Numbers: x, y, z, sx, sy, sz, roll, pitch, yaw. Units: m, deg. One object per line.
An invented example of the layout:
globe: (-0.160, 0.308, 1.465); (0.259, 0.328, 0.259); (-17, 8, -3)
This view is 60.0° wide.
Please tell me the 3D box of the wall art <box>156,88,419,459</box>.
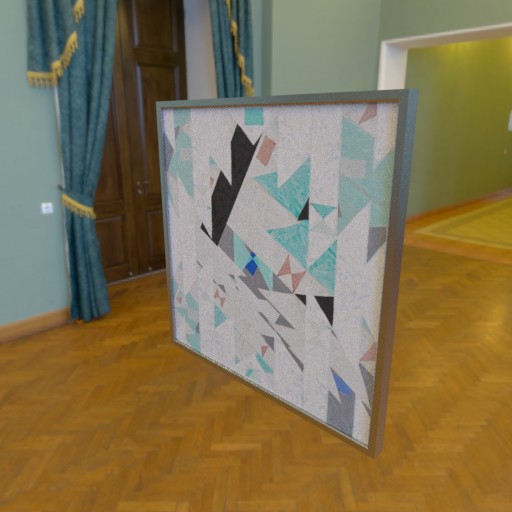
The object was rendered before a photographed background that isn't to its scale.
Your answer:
wall art: (0.000, 0.000, 1.194); (0.806, 0.806, 0.038); (16, 23, 42)
